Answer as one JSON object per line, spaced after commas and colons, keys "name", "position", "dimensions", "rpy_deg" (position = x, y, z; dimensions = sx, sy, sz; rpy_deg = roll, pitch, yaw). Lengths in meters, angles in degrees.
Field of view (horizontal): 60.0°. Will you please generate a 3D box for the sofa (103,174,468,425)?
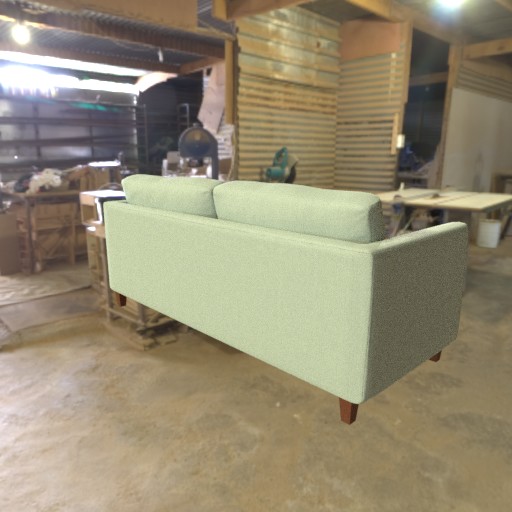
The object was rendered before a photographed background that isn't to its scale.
{"name": "sofa", "position": [0.000, 0.000, 2.750], "dimensions": [0.951, 0.965, 2.208], "rpy_deg": [-13, 18, -42]}
